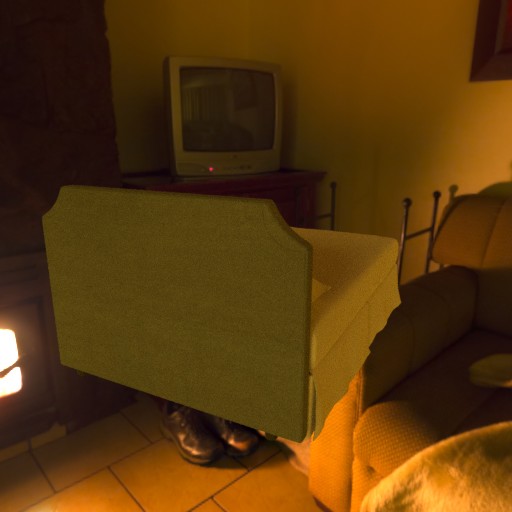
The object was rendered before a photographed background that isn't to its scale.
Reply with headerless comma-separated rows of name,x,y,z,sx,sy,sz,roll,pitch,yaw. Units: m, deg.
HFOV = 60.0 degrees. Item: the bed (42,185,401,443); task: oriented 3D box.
bed,0.000,0.000,3.599,1.977,1.306,2.464,8,17,26
